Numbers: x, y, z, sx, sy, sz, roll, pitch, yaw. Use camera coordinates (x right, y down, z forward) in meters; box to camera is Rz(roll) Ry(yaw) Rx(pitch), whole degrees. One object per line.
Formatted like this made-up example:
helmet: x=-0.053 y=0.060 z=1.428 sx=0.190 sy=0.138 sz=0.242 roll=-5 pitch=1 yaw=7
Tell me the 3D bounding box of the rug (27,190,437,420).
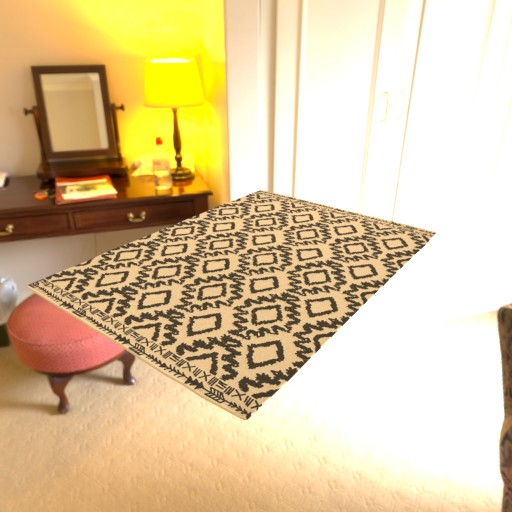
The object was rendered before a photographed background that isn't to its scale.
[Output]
rug: x=0.000 y=0.000 z=4.319 sx=2.444 sy=0.036 sz=3.369 roll=19 pitch=32 yaw=33
